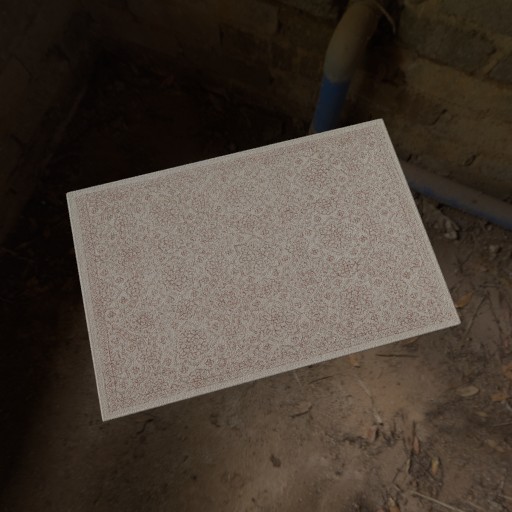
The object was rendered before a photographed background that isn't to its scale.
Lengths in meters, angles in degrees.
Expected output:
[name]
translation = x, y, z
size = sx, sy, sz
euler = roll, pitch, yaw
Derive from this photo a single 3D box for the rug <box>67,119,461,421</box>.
[rug]
translation = 0.000, 0.000, 2.332
size = 1.829, 0.010, 1.219
euler = -14, 75, -4
